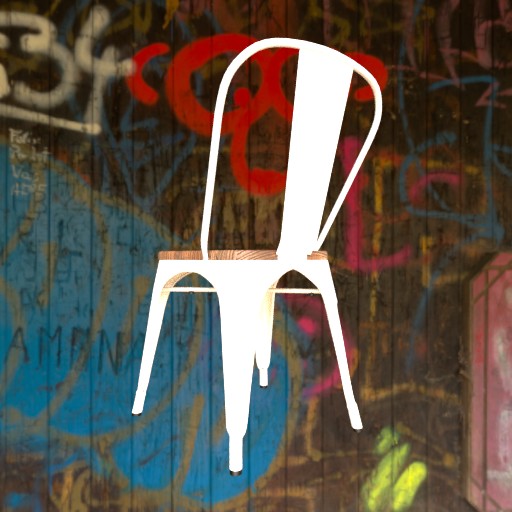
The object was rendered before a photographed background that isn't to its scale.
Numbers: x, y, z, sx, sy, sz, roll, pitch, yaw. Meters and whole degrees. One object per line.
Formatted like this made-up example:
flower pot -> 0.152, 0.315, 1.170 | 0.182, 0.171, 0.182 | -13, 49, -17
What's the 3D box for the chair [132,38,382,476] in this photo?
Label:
chair -> 0.000, 0.000, 1.114 | 0.452, 0.851, 0.521 | 0, 0, -36
